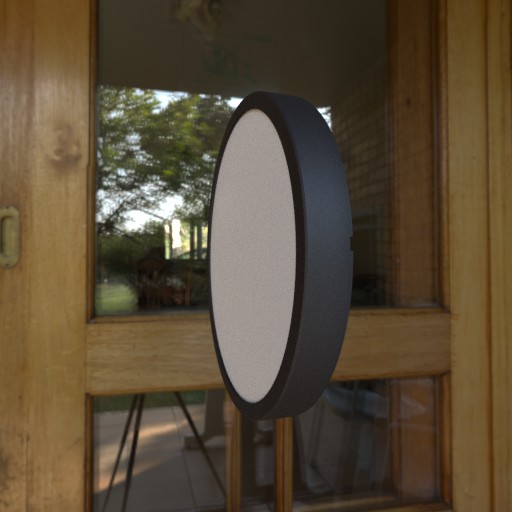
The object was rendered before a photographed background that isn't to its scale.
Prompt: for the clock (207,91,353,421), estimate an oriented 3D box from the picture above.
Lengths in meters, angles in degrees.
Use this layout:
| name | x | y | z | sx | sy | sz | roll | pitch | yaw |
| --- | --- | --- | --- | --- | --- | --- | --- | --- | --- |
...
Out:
| name | x | y | z | sx | sy | sz | roll | pitch | yaw |
| --- | --- | --- | --- | --- | --- | --- | --- | --- | --- |
| clock | 0.000 | 0.000 | 0.422 | 0.040 | 0.293 | 0.293 | 0 | -2 | -19 |
